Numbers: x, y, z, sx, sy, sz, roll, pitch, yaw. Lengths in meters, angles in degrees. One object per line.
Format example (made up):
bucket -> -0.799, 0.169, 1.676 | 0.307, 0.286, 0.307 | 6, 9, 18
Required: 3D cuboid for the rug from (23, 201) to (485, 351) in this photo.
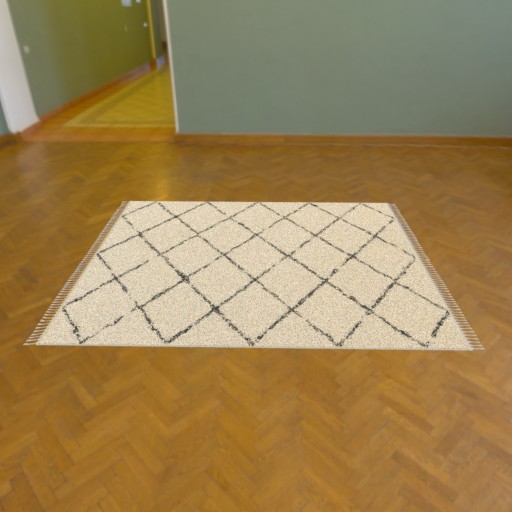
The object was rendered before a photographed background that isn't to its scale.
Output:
rug -> 0.000, 0.000, 3.943 | 3.051, 0.013, 2.380 | 1, 30, 1
